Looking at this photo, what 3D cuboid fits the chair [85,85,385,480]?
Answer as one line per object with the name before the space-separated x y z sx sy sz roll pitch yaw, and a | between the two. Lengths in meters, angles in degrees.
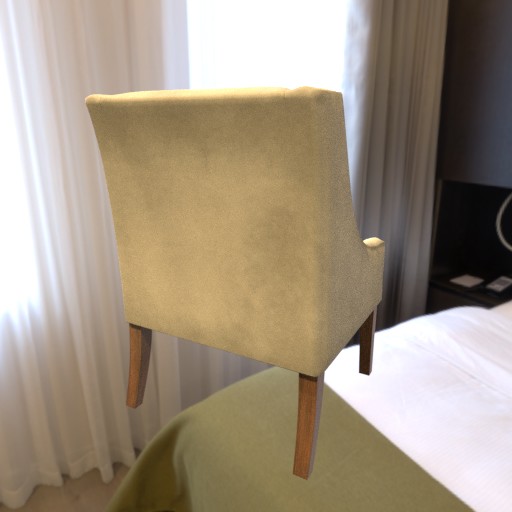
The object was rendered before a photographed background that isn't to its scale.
chair | 0.000 0.000 1.307 0.629 0.895 0.629 9 19 28
